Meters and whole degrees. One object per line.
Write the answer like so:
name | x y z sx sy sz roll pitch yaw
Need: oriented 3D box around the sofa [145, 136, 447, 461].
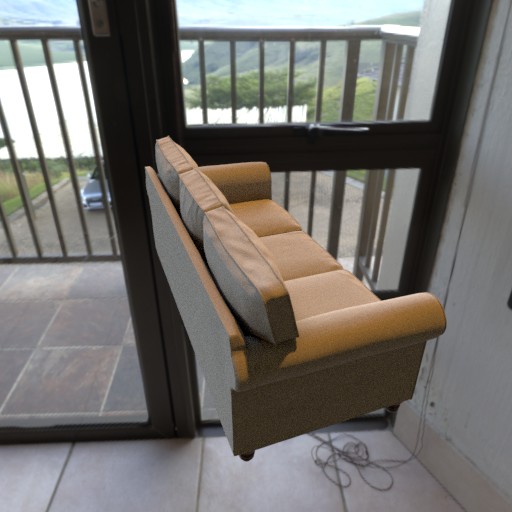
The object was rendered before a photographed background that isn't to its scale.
sofa | 0.000 0.000 2.552 0.916 0.961 2.084 -11 31 -18
